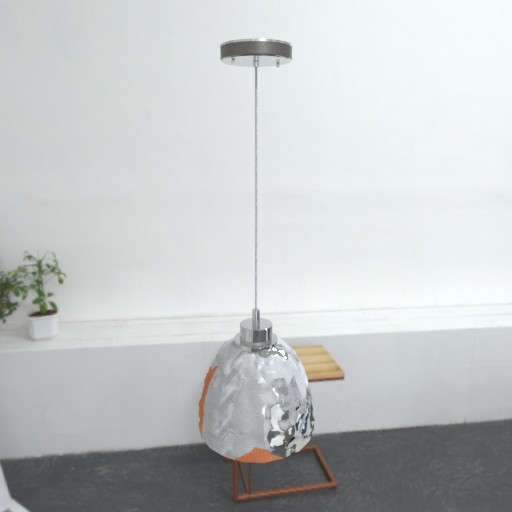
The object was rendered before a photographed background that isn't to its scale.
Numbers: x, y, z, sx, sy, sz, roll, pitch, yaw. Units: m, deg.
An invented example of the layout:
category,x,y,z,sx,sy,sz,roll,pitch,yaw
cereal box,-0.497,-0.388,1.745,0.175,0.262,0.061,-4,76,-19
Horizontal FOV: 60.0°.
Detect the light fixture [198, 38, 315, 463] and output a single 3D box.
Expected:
category,x,y,z,sx,sy,sz,roll,pitch,yaw
light fixture,0.000,0.000,1.740,0.496,1.511,0.500,-8,17,-28
